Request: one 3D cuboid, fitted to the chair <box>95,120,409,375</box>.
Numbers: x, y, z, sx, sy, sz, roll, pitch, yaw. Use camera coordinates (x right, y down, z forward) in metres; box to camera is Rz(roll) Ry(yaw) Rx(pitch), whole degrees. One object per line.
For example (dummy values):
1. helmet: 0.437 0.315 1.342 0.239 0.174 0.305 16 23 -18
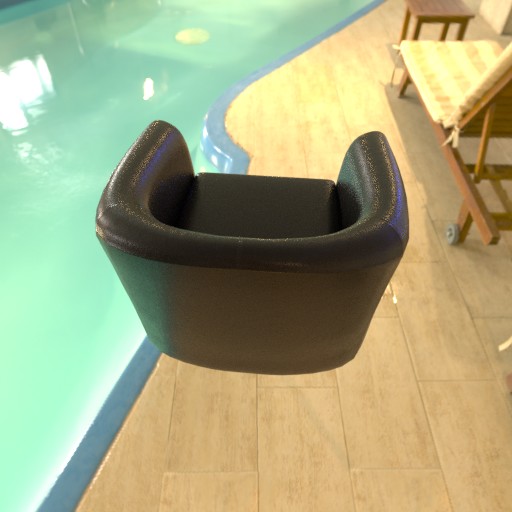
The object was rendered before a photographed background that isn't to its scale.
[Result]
1. chair: 0.000 0.000 1.386 0.793 0.756 0.727 4 47 4
